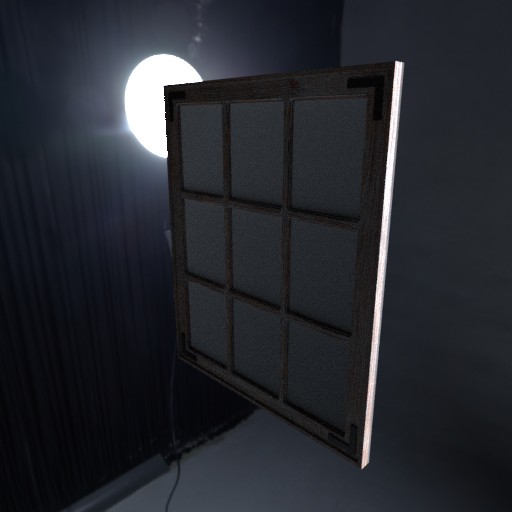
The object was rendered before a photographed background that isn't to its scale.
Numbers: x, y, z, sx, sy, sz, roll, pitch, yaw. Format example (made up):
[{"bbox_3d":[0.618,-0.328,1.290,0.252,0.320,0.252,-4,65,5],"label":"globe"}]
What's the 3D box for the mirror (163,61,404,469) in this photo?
[{"bbox_3d":[0.000,0.000,1.169,0.730,0.882,0.032,16,23,43],"label":"mirror"}]
